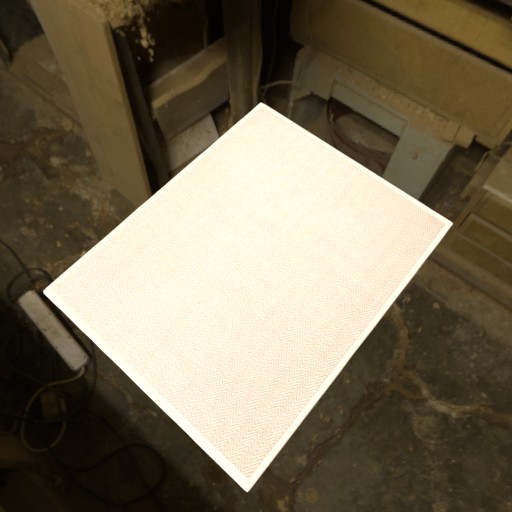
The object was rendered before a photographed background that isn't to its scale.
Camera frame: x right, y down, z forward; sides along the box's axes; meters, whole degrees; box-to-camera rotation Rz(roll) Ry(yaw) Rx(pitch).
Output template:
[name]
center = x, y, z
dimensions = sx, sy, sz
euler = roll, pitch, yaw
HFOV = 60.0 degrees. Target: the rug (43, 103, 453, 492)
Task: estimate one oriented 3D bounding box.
[rug]
center = 0.000, 0.000, 4.092
dimensions = 2.423, 0.019, 3.009
euler = 37, 69, 17
